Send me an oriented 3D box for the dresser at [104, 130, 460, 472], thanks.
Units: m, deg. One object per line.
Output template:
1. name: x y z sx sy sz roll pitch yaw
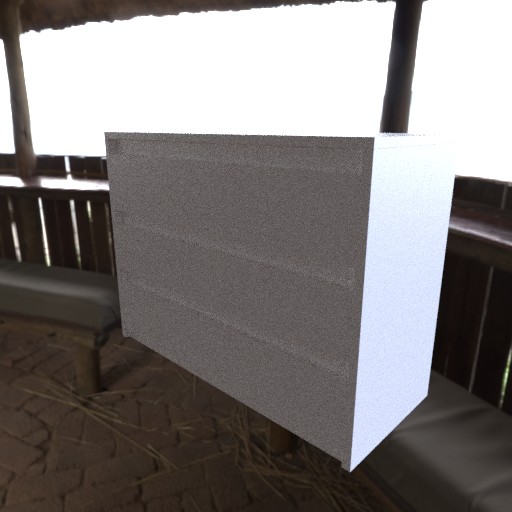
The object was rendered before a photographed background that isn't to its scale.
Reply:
1. dresser: 0.000 0.000 1.530 1.100 0.820 0.460 15 22 42
